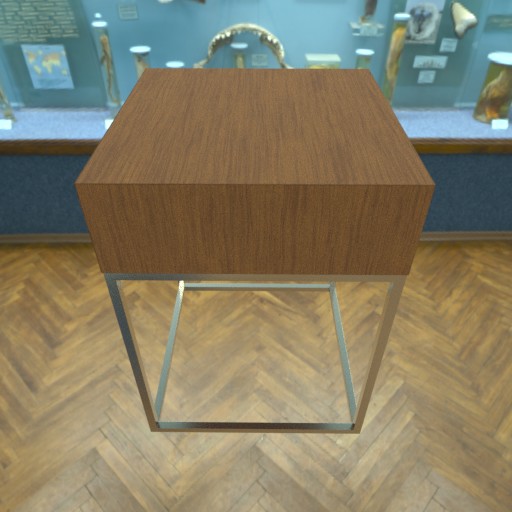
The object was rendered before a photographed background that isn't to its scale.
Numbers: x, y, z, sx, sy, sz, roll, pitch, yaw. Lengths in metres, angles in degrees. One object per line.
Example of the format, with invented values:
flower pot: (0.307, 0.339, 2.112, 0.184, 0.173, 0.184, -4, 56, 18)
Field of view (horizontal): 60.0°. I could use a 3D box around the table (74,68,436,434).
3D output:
table: (0.000, 0.000, 0.812, 0.398, 0.540, 0.397, 0, 40, 0)
